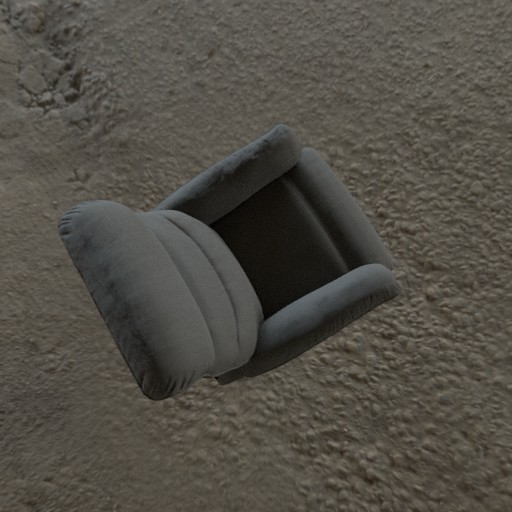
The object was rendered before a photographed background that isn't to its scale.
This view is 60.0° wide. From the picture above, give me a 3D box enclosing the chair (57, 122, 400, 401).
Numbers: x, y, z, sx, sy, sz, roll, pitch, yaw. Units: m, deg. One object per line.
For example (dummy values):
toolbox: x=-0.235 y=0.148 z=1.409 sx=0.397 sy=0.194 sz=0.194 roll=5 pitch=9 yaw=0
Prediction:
chair: x=0.000 y=0.000 z=1.718 sx=1.004 sy=1.037 sz=0.820 roll=-31 pitch=78 yaw=-7
